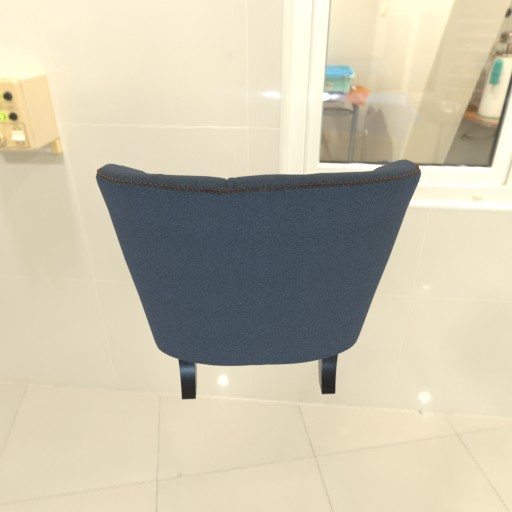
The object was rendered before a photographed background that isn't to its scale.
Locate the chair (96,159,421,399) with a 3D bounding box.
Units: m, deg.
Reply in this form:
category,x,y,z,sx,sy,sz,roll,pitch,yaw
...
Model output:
category,x,y,z,sx,sy,sz,roll,pitch,yaw
chair,0.000,0.000,1.536,0.848,0.868,0.906,-1,29,-2
